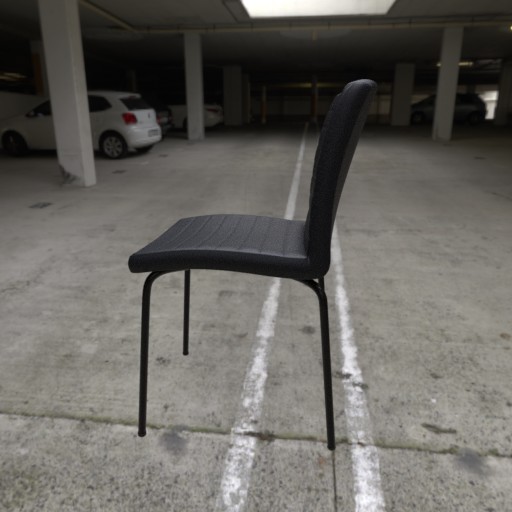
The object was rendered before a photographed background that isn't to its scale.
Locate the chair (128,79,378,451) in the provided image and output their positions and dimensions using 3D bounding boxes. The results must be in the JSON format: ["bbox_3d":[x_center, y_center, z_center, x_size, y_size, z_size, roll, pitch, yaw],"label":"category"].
[{"bbox_3d":[0.000,0.000,1.211,0.572,0.872,0.450,2,17,6],"label":"chair"}]
